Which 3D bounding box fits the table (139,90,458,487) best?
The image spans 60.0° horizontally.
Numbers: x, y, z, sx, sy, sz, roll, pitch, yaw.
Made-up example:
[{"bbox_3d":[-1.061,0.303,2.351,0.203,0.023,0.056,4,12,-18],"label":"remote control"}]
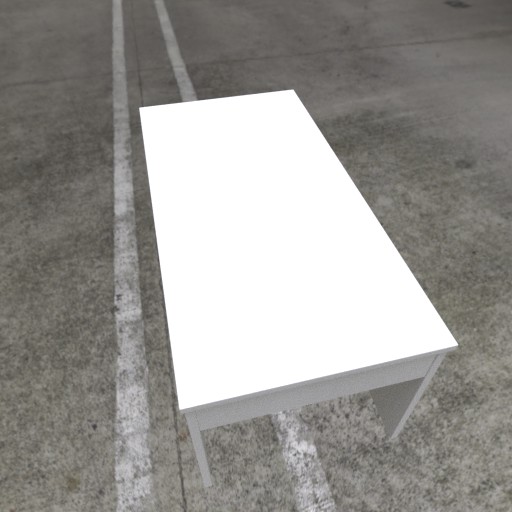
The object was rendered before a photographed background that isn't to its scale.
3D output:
[{"bbox_3d":[0.000,0.000,1.244,0.500,0.440,1.000,-10,48,-9],"label":"table"}]
